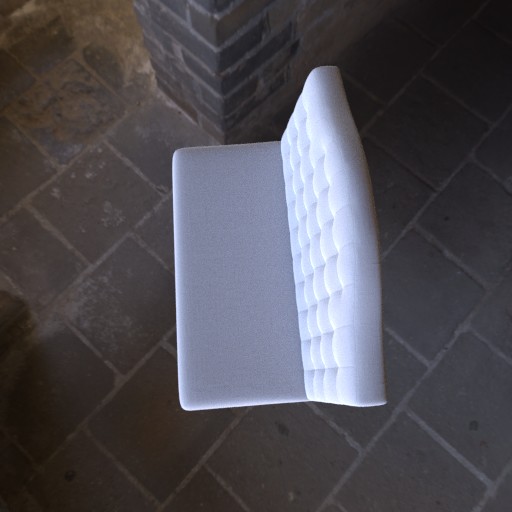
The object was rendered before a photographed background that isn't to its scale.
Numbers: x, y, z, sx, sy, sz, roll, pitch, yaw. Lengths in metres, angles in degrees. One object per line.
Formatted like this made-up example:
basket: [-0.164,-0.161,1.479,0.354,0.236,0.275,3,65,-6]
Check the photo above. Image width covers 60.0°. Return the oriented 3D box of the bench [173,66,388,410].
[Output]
bench: [0.000,0.000,2.058,0.815,1.180,1.335,-4,75,-1]
